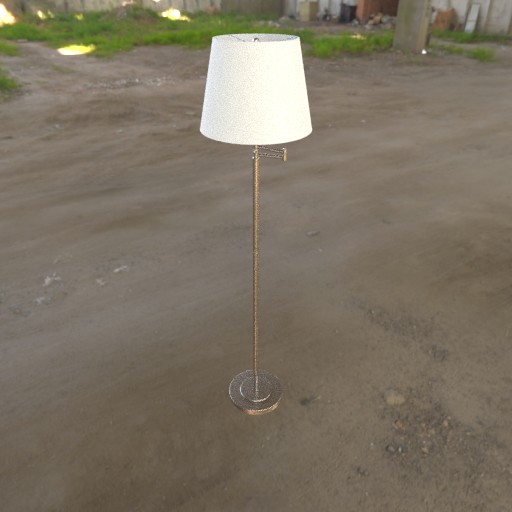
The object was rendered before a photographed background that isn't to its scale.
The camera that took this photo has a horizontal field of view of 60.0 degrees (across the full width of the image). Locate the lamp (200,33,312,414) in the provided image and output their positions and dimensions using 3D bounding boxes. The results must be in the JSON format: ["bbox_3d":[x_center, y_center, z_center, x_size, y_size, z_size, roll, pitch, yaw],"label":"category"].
[{"bbox_3d":[0.000,0.000,1.660,0.355,1.473,0.355,0,31,0],"label":"lamp"}]
